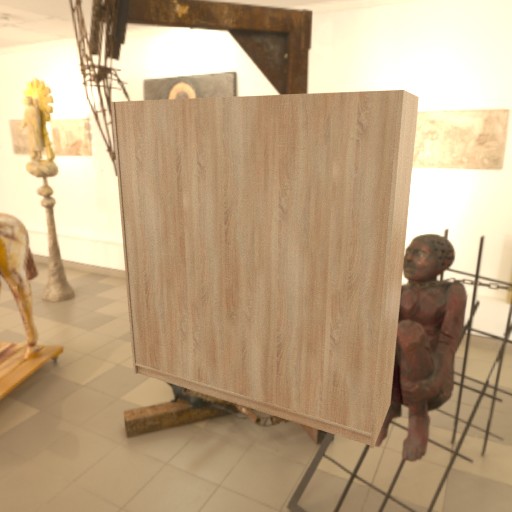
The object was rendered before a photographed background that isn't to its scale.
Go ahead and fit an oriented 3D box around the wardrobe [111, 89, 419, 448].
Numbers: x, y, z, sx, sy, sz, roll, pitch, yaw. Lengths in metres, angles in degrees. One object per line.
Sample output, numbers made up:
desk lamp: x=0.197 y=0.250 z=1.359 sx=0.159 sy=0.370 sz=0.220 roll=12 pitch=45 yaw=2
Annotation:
wardrobe: x=0.000 y=0.000 z=3.239 sx=1.998 sy=2.159 sz=0.598 roll=8 pitch=17 yaw=26
